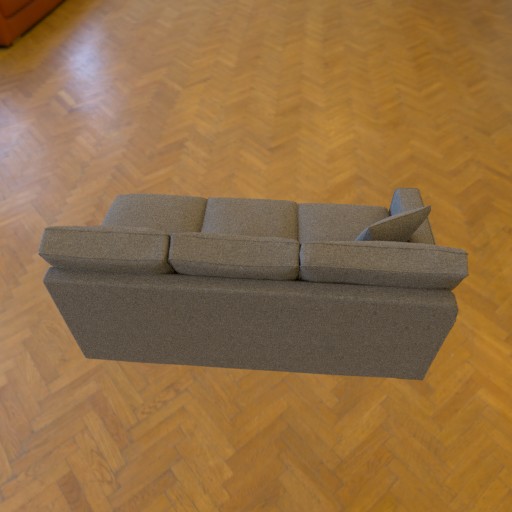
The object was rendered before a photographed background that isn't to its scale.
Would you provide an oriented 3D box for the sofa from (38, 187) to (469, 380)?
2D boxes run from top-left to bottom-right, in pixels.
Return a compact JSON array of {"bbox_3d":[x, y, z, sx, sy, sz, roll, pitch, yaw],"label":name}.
[{"bbox_3d":[0.000,0.000,2.571,1.963,0.946,1.034,3,47,3],"label":"sofa"}]
